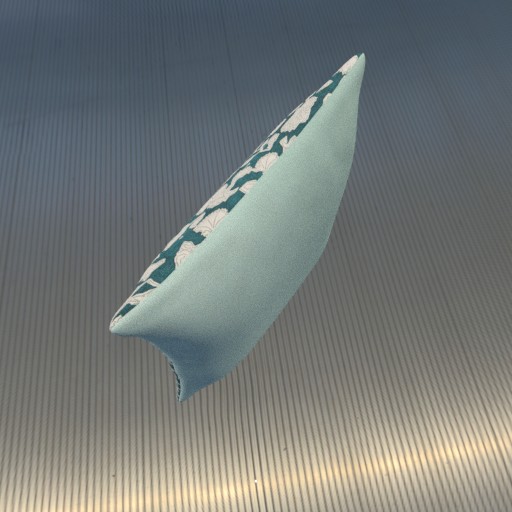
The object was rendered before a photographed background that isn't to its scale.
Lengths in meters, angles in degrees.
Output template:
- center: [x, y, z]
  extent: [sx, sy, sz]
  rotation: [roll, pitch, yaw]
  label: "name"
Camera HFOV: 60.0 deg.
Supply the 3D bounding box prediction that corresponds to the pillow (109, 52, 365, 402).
- center: [0.000, 0.000, 0.780]
  extent: [0.166, 0.508, 0.525]
  rotation: [33, 68, 15]
  label: "pillow"
